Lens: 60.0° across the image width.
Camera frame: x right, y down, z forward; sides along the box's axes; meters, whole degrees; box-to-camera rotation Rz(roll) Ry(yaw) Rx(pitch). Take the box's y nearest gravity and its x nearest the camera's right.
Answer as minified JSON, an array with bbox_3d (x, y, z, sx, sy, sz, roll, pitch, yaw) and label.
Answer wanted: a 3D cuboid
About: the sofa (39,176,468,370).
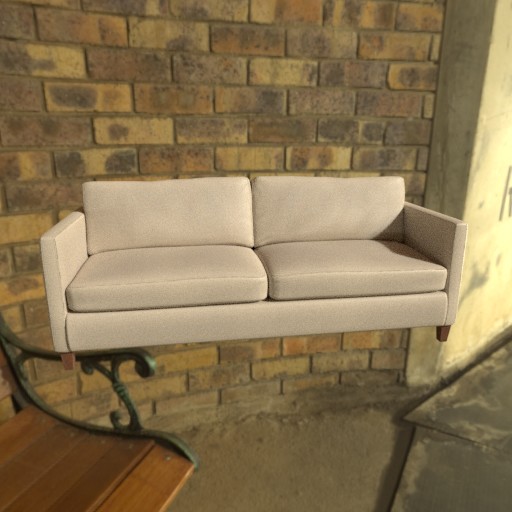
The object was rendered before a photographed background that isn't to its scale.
[{"bbox_3d":[0.000,0.000,2.870,2.361,0.968,0.951,-2,16,-8],"label":"sofa"}]
